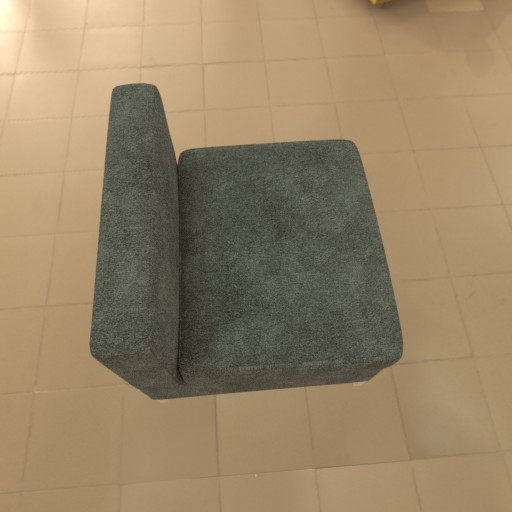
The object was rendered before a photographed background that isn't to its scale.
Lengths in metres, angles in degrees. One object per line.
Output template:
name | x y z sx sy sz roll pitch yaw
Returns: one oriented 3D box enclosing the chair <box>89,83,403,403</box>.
chair | 0.000 0.000 1.227 0.680 0.660 0.680 -4 64 -2
